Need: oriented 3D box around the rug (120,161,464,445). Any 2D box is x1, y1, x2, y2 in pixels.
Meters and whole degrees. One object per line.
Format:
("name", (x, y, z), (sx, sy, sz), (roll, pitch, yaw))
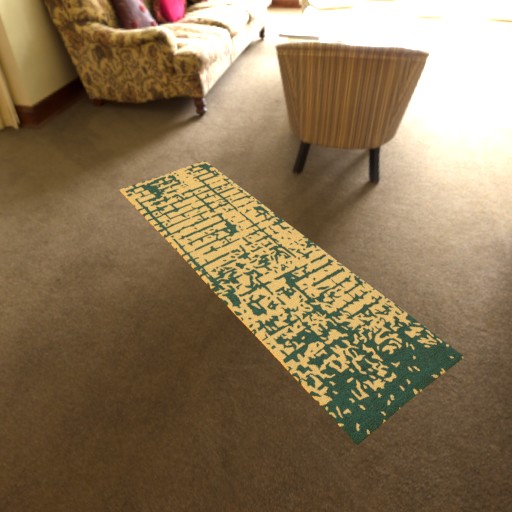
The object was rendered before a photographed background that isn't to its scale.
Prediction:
("rug", (0.000, 0.000, 2.749), (0.750, 0.011, 2.435), (-26, 47, -27))
